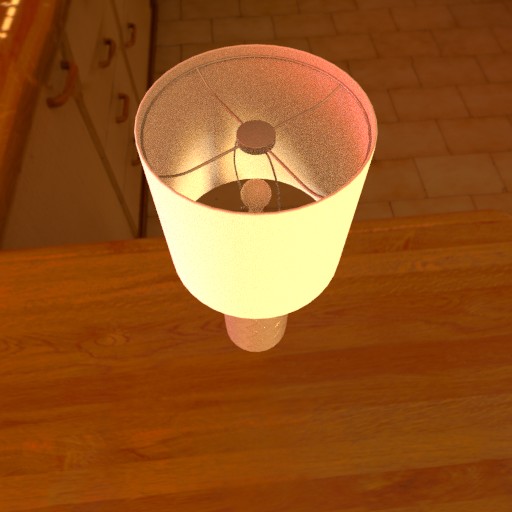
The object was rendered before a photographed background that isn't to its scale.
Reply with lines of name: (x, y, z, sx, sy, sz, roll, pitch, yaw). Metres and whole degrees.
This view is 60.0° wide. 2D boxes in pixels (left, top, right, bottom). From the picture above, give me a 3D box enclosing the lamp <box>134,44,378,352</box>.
lamp: (0.000, 0.000, 0.577, 0.207, 0.461, 0.207, -31, 64, -17)
